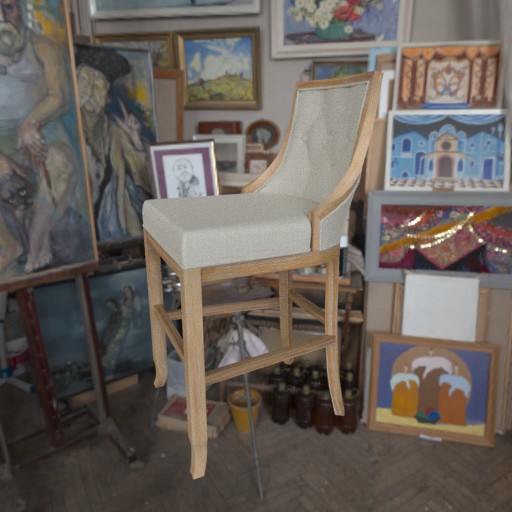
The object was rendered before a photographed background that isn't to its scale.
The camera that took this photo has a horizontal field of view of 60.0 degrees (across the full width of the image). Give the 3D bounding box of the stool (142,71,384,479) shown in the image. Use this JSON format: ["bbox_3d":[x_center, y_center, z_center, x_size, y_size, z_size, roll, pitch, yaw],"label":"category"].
[{"bbox_3d":[0.000,0.000,1.442,0.626,1.101,0.524,-8,19,-23],"label":"stool"}]
